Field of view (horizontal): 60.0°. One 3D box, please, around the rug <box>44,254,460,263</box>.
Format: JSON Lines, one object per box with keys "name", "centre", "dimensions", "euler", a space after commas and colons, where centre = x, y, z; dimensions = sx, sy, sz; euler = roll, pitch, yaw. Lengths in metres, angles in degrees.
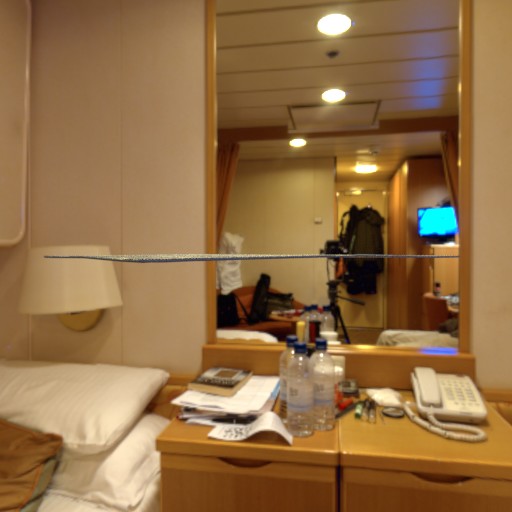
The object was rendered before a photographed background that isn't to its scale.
{"name": "rug", "centre": [0.000, 0.000, 3.028], "dimensions": [2.349, 0.030, 1.624], "euler": [0, 1, -37]}
